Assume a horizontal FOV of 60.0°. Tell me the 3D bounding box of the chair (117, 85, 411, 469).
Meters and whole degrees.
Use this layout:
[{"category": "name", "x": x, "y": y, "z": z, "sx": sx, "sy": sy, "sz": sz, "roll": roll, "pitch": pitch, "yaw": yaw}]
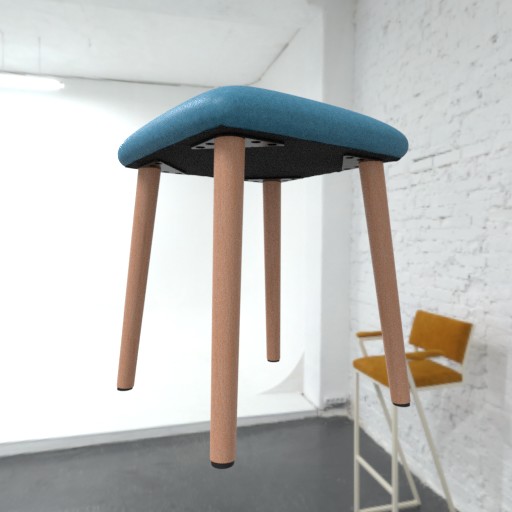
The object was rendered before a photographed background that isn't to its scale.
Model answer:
[{"category": "chair", "x": 0.000, "y": 0.000, "z": 0.707, "sx": 0.360, "sy": 0.450, "sz": 0.360, "roll": -1, "pitch": 1, "yaw": -36}]
